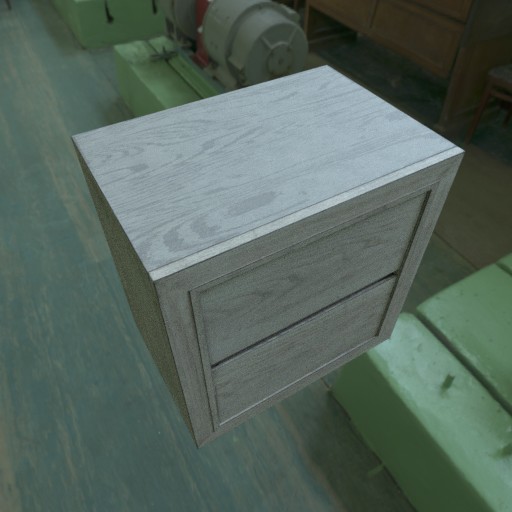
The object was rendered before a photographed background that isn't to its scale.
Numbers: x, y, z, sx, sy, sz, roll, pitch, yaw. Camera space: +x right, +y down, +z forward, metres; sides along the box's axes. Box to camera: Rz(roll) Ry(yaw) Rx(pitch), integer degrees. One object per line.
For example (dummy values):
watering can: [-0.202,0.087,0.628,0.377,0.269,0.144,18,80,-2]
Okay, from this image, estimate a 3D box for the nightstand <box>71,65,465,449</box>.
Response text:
nightstand: [0.000,0.000,1.093,0.612,0.673,0.483,-23,51,-20]
